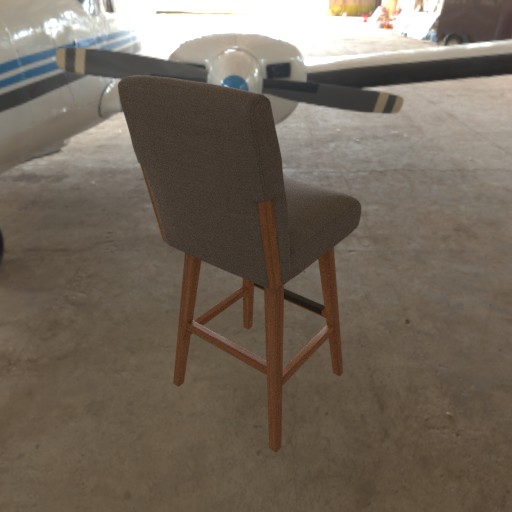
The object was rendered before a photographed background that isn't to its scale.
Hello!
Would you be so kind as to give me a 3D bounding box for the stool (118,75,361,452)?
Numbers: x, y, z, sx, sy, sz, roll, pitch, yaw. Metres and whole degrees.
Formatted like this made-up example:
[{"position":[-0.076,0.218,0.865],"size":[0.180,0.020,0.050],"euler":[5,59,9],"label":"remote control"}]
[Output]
[{"position":[0.000,0.000,1.409],"size":[0.483,1.112,0.570],"euler":[22,37,32],"label":"stool"}]
